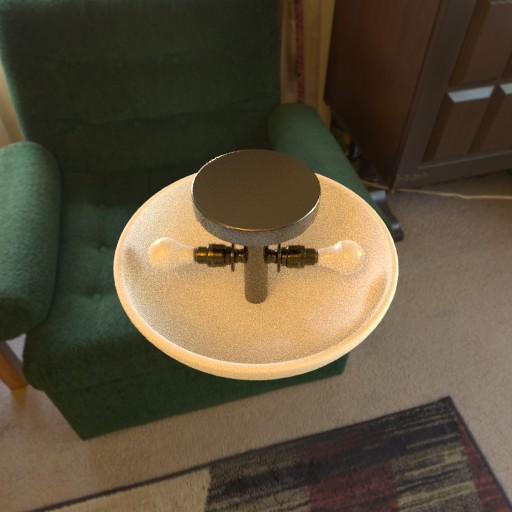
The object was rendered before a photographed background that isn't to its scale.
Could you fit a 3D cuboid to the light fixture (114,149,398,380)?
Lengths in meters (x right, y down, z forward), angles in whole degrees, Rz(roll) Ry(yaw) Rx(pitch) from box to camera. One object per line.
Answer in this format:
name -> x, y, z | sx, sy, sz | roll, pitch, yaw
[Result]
light fixture -> 0.000, 0.000, 0.537 | 0.330, 0.214, 0.330 | 0, 47, 0
